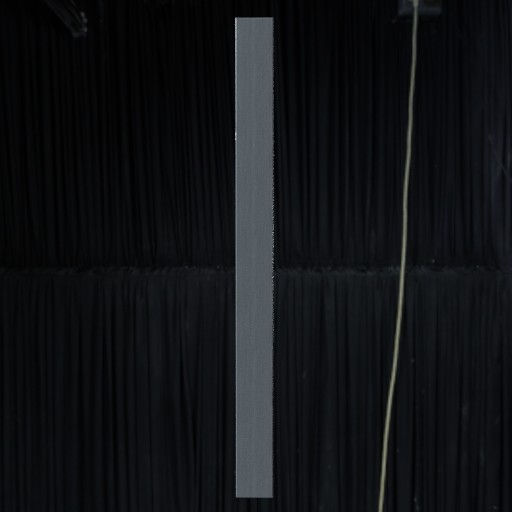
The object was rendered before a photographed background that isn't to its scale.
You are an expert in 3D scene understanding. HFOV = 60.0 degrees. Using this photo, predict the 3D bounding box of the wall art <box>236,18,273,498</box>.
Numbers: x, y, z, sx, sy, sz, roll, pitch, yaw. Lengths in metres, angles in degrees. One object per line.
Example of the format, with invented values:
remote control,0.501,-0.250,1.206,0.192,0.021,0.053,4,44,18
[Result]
wall art,0.000,0.000,0.504,0.030,0.379,0.308,0,2,1
